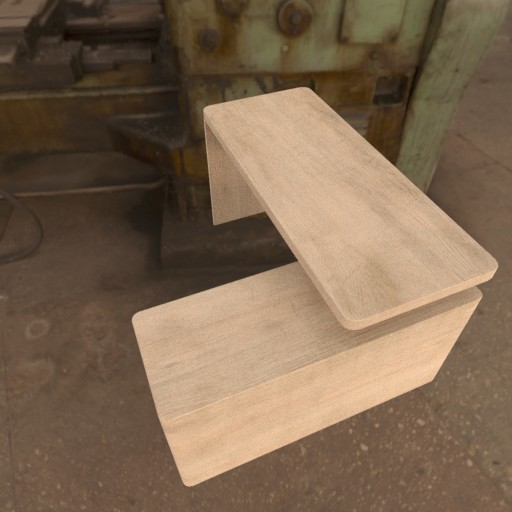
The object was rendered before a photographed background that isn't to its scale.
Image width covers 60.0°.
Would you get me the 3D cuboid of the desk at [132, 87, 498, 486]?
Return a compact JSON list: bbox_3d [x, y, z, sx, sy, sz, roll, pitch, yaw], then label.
[{"bbox_3d":[0.000,0.000,2.016,1.175,0.770,1.400,-17,49,-16],"label":"desk"}]
